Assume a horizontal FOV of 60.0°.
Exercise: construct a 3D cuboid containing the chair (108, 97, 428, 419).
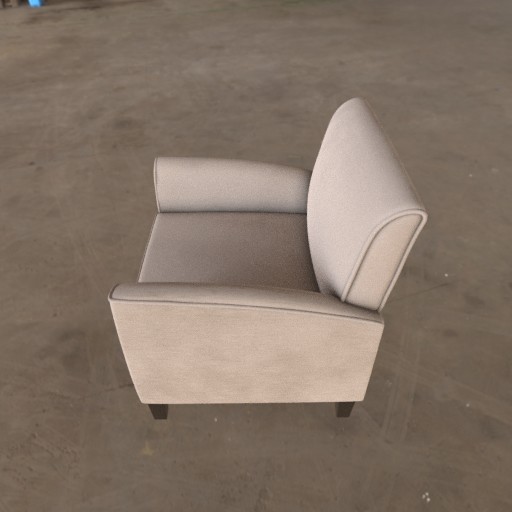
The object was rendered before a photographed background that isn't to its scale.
[{"bbox_3d":[0.000,0.000,1.603,0.821,0.915,0.820,0,40,-1],"label":"chair"}]
